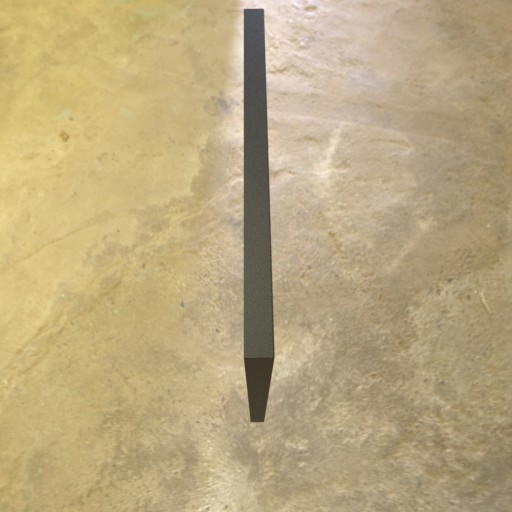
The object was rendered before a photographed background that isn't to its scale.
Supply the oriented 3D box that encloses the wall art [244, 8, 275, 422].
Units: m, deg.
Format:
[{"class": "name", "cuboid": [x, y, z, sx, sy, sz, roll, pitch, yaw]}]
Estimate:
[{"class": "wall art", "cuboid": [0.000, 0.000, 0.681, 0.025, 0.508, 0.432, -1, 64, 0]}]
